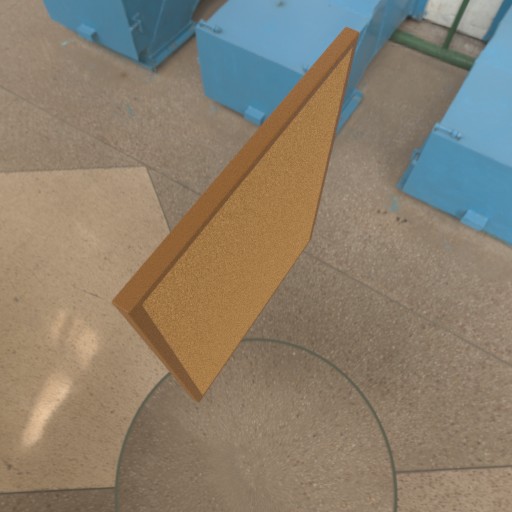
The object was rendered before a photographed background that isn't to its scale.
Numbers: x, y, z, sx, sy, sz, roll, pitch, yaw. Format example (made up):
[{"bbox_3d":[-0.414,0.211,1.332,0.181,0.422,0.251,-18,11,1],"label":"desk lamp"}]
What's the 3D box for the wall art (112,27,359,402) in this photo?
[{"bbox_3d":[0.000,0.000,0.729,0.021,0.550,0.449,31,68,14],"label":"wall art"}]
